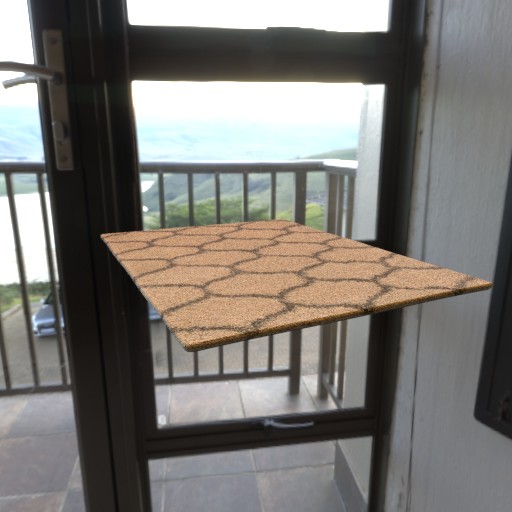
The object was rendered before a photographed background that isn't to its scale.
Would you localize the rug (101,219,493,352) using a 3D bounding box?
[{"bbox_3d":[0.000,0.000,2.094,1.200,0.025,1.600,-7,16,-25],"label":"rug"}]
